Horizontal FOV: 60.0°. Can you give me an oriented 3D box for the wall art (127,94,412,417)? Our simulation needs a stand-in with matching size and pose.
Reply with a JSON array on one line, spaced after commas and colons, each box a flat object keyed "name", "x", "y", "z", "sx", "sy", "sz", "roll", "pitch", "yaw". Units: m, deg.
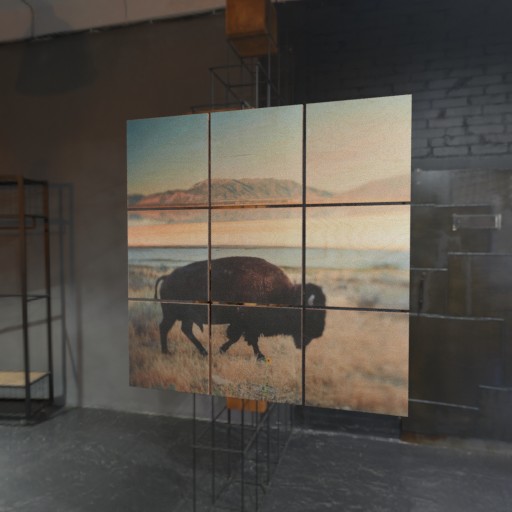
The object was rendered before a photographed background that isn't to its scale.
[{"name": "wall art", "x": 0.000, "y": 0.000, "z": 1.383, "sx": 0.906, "sy": 0.904, "sz": 0.018, "roll": 1, "pitch": 2, "yaw": 17}]
